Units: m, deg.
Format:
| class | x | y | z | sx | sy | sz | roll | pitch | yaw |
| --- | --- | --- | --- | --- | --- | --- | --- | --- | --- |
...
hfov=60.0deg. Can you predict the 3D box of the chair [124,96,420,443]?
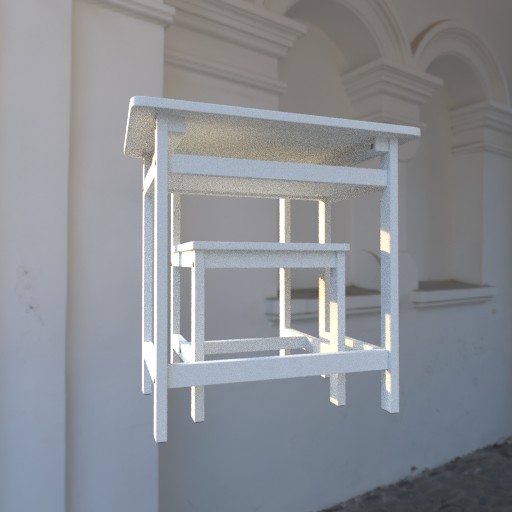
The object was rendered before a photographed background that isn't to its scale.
| class | x | y | z | sx | sy | sz | roll | pitch | yaw |
| --- | --- | --- | --- | --- | --- | --- | --- | --- | --- |
| chair | 0.000 | 0.000 | 1.060 | 0.599 | 0.673 | 0.461 | 0 | -1 | -18 |
